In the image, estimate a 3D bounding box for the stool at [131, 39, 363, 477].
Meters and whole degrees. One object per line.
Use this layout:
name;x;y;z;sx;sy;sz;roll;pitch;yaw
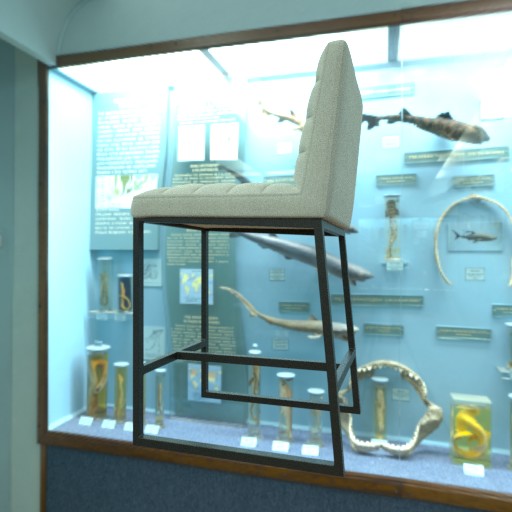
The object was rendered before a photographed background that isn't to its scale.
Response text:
stool;0.000;0.000;1.263;0.567;0.971;0.459;0;0;18
